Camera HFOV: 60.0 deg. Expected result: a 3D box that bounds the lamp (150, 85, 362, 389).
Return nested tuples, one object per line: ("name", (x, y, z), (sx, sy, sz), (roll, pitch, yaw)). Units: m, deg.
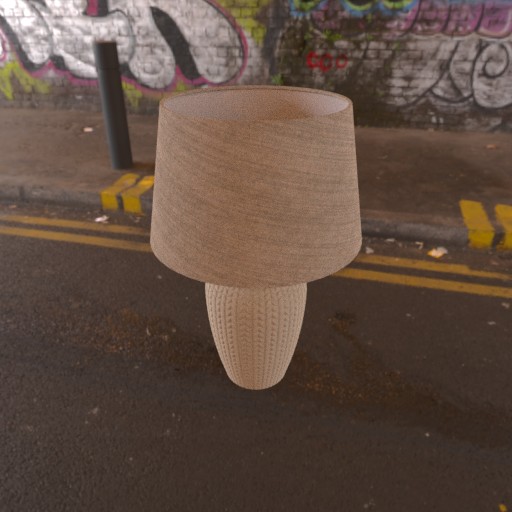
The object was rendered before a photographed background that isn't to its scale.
("lamp", (0.000, 0.000, 0.860), (0.390, 0.580, 0.390), (0, 29, 0))
